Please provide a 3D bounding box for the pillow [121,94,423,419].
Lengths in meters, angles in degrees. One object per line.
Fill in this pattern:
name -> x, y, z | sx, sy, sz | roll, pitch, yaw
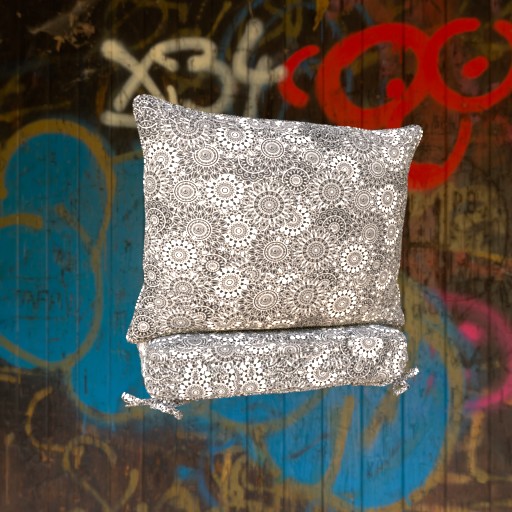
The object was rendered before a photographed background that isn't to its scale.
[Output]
pillow -> 0.000, 0.000, 1.368 | 0.798, 0.722, 0.740 | 0, 0, -17
